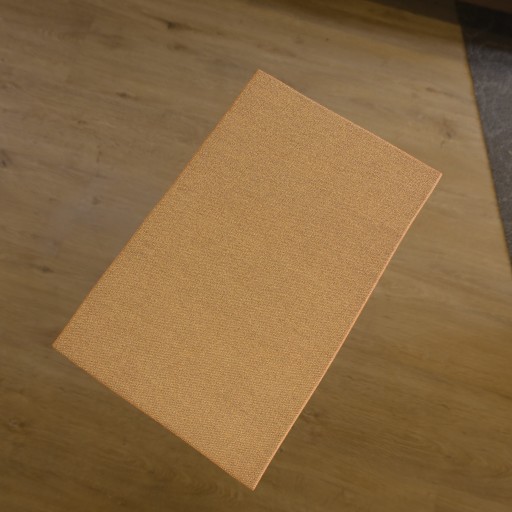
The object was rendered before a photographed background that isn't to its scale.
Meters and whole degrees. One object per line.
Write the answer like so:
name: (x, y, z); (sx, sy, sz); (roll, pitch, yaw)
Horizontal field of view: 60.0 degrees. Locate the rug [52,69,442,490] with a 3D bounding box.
rug: (0.000, 0.000, 2.052); (1.078, 0.013, 1.678); (32, 79, 7)
